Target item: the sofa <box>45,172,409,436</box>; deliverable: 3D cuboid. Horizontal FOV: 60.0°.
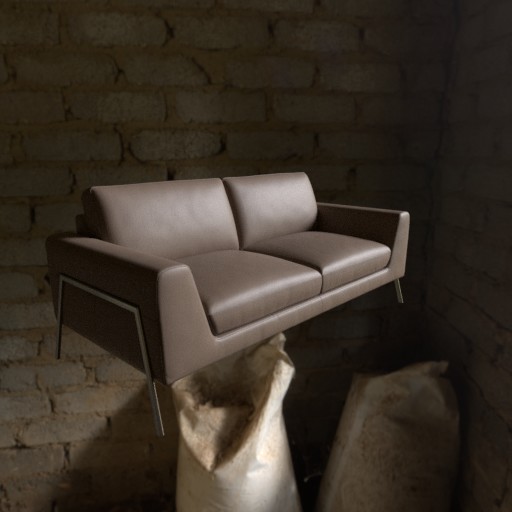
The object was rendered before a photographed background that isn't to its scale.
[{"bbox_3d":[0.000,0.000,2.570,0.953,0.875,2.017,13,19,42],"label":"sofa"}]
